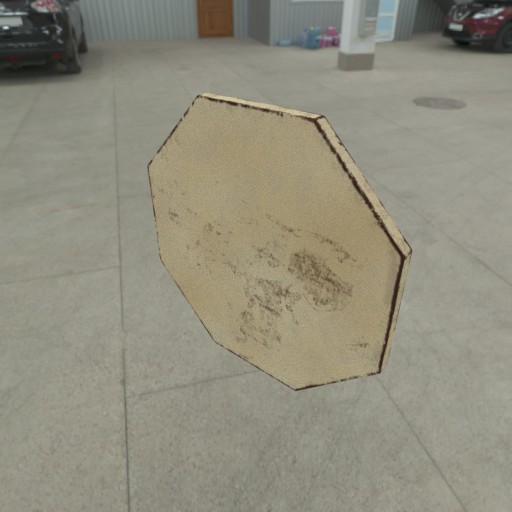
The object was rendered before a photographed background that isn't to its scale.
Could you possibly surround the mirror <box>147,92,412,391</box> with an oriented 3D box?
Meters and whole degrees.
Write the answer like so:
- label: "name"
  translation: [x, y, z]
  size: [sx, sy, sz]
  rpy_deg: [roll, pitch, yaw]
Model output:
- label: "mirror"
  translation: [0.000, 0.000, 0.972]
  size: [0.648, 0.648, 0.031]
  rpy_deg: [24, 39, 32]
